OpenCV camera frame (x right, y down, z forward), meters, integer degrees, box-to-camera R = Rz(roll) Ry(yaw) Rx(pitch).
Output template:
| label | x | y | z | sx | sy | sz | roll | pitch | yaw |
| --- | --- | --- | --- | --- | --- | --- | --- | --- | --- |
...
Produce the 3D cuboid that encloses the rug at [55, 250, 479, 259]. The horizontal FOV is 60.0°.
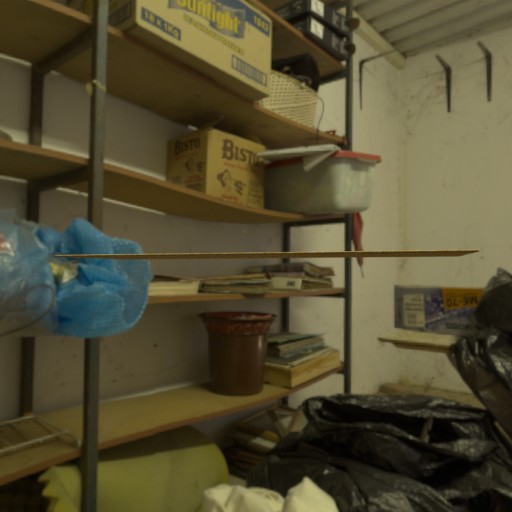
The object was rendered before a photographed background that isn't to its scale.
| label | x | y | z | sx | sy | sz | roll | pitch | yaw |
| --- | --- | --- | --- | --- | --- | --- | --- | --- | --- |
| rug | 0.000 | 0.000 | 2.792 | 2.438 | 0.010 | 0.775 | -1 | -2 | 18 |
